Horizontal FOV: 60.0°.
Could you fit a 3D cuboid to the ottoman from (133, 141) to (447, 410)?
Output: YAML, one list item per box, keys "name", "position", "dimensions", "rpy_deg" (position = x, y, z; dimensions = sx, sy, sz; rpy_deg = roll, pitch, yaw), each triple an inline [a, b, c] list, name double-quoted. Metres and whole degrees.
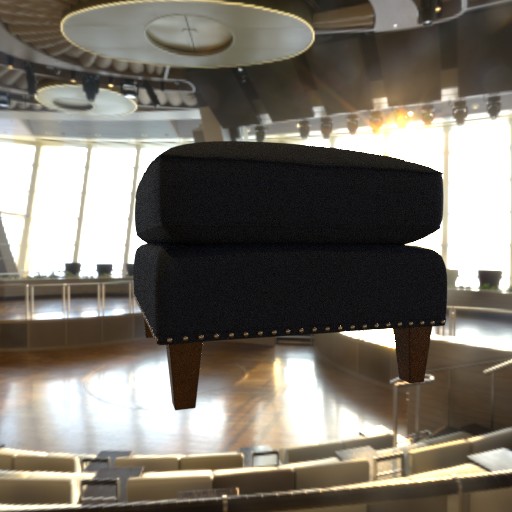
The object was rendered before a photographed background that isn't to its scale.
- name: "ottoman"
  position: [0.000, 0.000, 1.151]
  dimensions: [0.584, 0.513, 0.741]
  rpy_deg: [0, 1, -18]
